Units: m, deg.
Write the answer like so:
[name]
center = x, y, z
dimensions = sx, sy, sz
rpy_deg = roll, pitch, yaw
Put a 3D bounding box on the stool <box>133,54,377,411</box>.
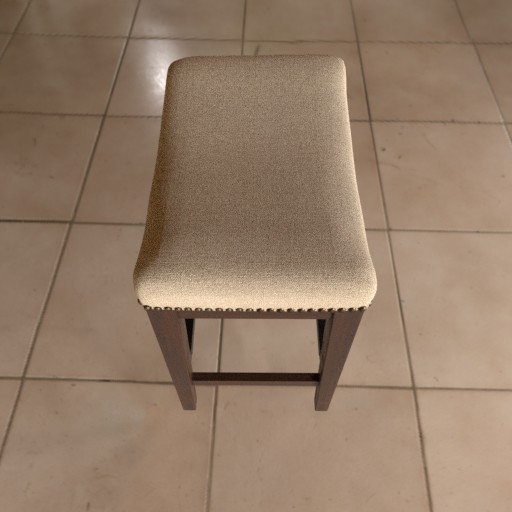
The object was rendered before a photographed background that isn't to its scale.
[stool]
center = 0.000, 0.000, 0.967
dimensions = 0.363, 0.669, 0.509
rpy_deg = 0, 58, 0
